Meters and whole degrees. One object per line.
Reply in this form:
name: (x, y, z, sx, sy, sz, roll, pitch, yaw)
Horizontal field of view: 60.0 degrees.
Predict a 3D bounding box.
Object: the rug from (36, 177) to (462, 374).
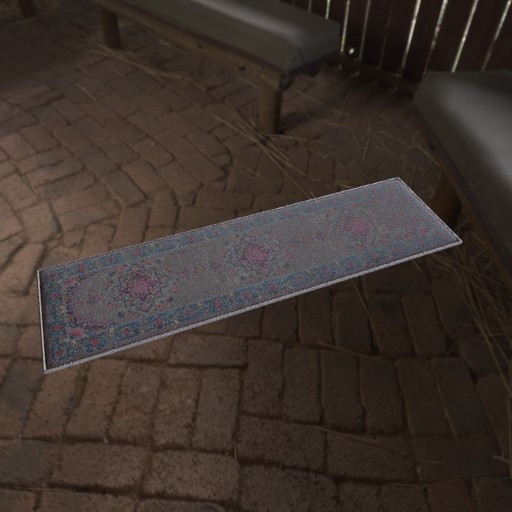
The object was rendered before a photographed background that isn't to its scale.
rug: (0.000, 0.000, 2.470, 2.297, 0.019, 0.659, -16, 49, -14)
